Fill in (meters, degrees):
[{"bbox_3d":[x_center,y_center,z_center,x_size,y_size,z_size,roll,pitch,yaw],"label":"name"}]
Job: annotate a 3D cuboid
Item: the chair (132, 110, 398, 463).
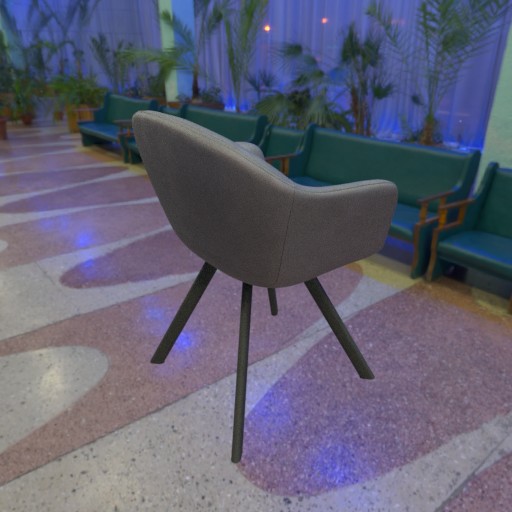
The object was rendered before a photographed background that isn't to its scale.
[{"bbox_3d":[0.000,0.000,1.193,0.544,0.781,0.567,-18,31,-33],"label":"chair"}]
